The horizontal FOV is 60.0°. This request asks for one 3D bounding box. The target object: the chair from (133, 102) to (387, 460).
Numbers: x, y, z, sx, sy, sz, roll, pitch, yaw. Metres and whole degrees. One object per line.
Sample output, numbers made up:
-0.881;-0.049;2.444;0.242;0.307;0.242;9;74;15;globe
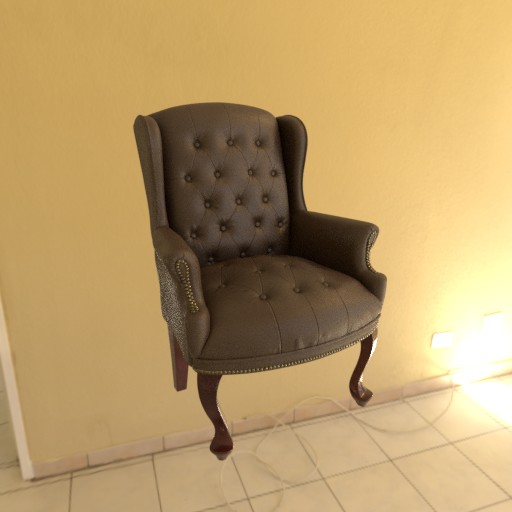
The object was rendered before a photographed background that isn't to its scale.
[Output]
0.000;0.000;1.690;0.829;1.132;0.819;-9;19;-27;chair
